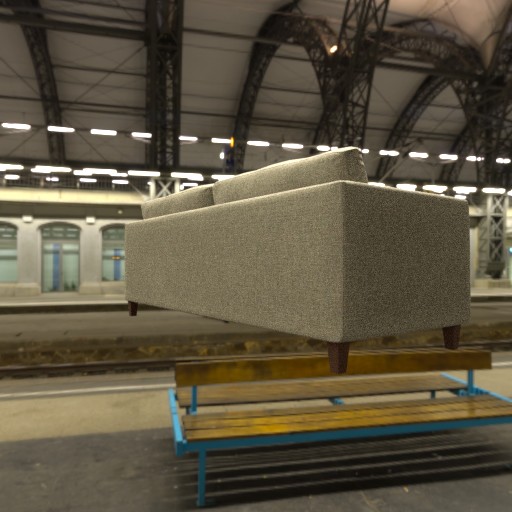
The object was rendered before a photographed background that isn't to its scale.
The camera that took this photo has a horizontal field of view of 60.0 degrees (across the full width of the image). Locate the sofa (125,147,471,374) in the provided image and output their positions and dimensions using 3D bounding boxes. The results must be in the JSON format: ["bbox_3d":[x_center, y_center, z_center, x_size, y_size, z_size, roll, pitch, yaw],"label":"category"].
[{"bbox_3d":[0.000,0.000,2.913,0.948,0.951,2.434,1,-1,-36],"label":"sofa"}]
